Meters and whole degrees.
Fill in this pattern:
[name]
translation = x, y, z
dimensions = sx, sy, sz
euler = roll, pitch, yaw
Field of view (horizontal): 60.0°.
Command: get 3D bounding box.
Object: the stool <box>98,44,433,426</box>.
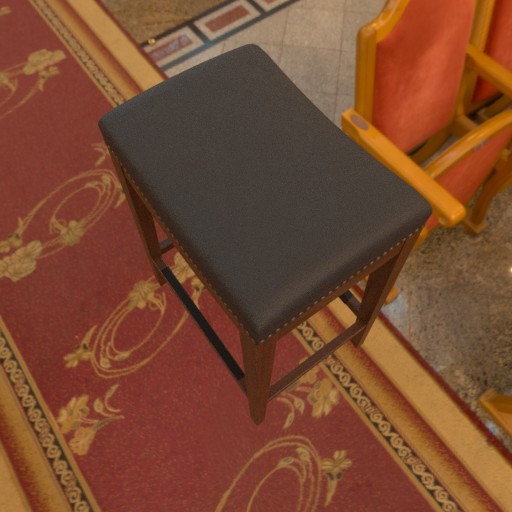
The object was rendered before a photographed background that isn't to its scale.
[stool]
translation = 0.000, 0.000, 0.938
dimensions = 0.353, 0.664, 0.490
euler = -33, 67, -16
